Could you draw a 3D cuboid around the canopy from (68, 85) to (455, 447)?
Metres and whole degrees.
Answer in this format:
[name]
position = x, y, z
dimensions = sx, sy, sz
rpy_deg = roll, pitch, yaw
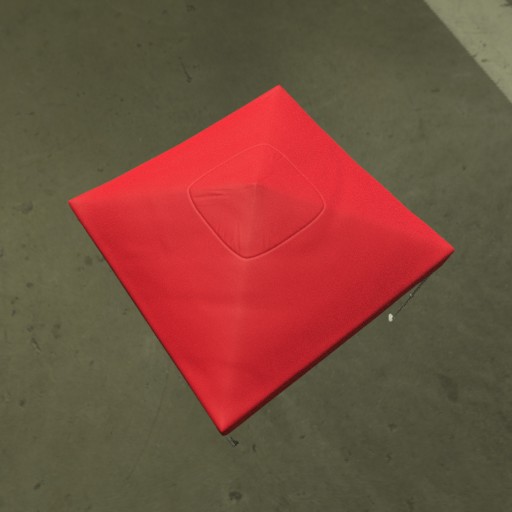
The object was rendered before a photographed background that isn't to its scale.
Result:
[canopy]
position = 0.000, 0.000, 5.417
dimensions = 2.998, 2.997, 2.996
rpy_deg = -34, 68, -16
